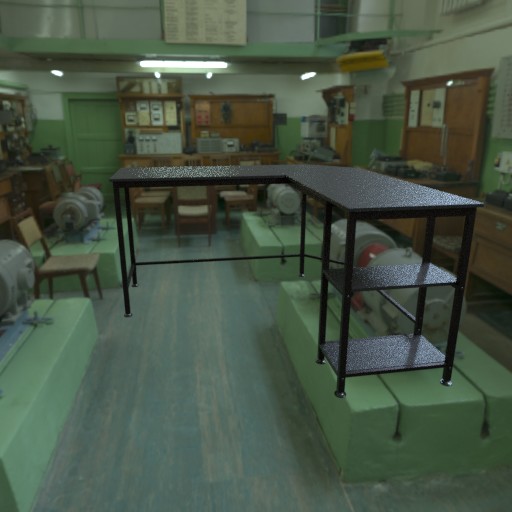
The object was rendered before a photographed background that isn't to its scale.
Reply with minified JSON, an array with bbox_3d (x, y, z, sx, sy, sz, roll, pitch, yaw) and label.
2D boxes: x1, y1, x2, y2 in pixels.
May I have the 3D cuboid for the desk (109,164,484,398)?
[{"bbox_3d":[0.000,0.000,2.194,1.379,0.739,1.379,-3,18,-9],"label":"desk"}]
